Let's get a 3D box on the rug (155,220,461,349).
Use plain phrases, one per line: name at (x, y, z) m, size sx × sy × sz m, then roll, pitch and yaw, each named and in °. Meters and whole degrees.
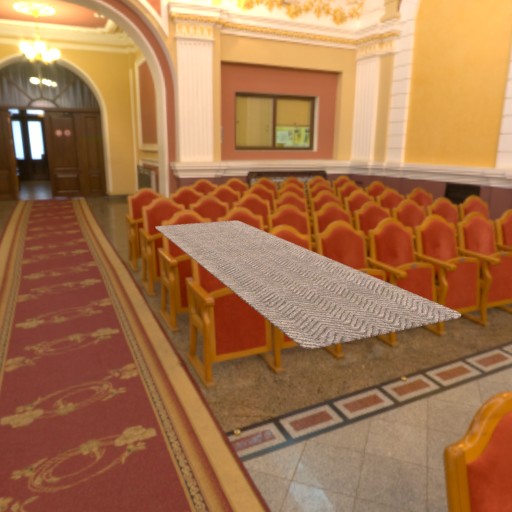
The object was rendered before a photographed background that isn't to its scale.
rug at (0.000, 0.000, 2.528) m, size 0.686 × 0.008 × 2.286 m, roll -6°, pitch 16°, yaw -23°
